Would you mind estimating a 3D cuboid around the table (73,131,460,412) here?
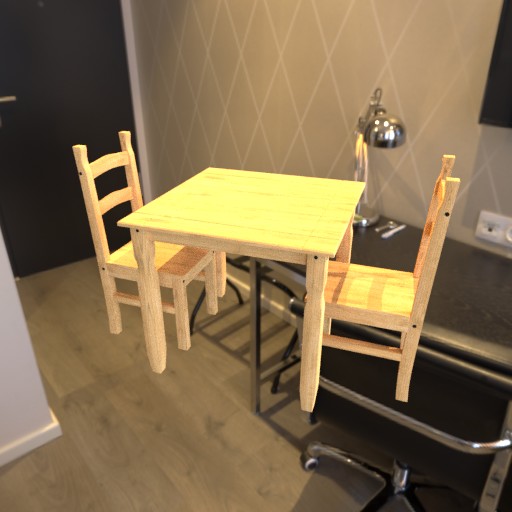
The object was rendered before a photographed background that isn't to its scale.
[{"bbox_3d":[0.000,0.000,1.991,1.501,0.942,0.813,9,28,17],"label":"table"}]
